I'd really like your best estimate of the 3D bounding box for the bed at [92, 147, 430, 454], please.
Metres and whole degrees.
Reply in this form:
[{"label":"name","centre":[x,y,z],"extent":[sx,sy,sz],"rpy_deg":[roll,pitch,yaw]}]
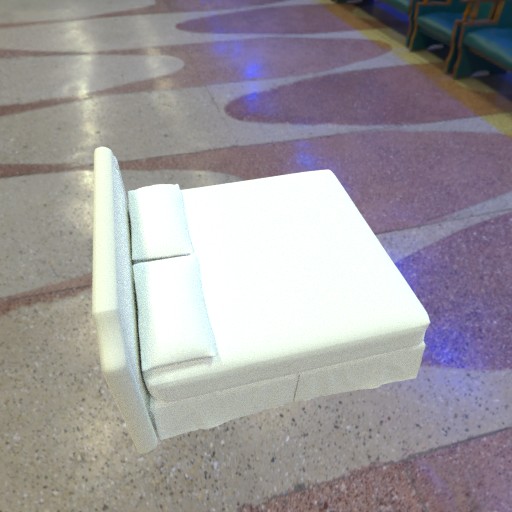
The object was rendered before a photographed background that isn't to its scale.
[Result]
[{"label":"bed","centre":[0.000,0.000,3.523],"extent":[2.204,1.301,2.160],"rpy_deg":[-10,45,-10]}]
